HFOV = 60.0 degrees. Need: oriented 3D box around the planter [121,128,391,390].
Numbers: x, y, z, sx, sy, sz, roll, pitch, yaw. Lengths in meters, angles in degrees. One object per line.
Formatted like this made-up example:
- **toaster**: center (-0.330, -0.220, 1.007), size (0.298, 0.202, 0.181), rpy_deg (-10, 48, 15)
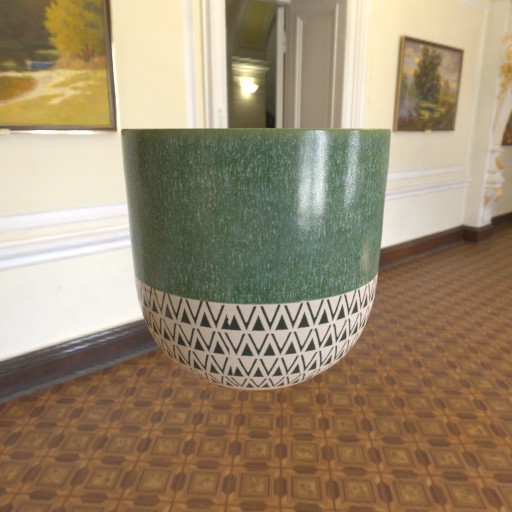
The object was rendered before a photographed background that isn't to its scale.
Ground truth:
- **planter**: center (0.000, 0.000, 0.490), size (0.266, 0.270, 0.266), rpy_deg (0, 16, 0)
